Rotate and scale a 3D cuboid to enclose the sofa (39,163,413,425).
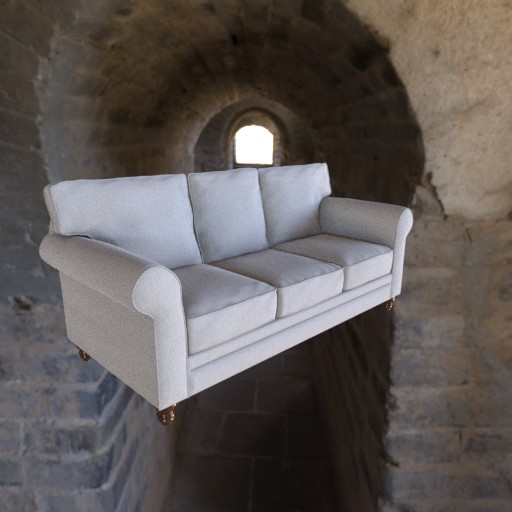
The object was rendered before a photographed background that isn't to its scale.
[{"bbox_3d":[0.000,0.000,2.565,2.084,0.961,0.916,-14,21,-42],"label":"sofa"}]
